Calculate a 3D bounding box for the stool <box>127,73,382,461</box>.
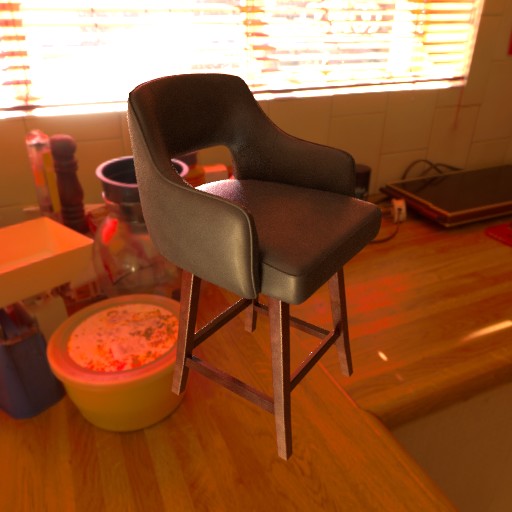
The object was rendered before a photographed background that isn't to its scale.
[{"bbox_3d":[0.000,0.000,1.272,0.560,0.936,0.550,19,34,31],"label":"stool"}]
